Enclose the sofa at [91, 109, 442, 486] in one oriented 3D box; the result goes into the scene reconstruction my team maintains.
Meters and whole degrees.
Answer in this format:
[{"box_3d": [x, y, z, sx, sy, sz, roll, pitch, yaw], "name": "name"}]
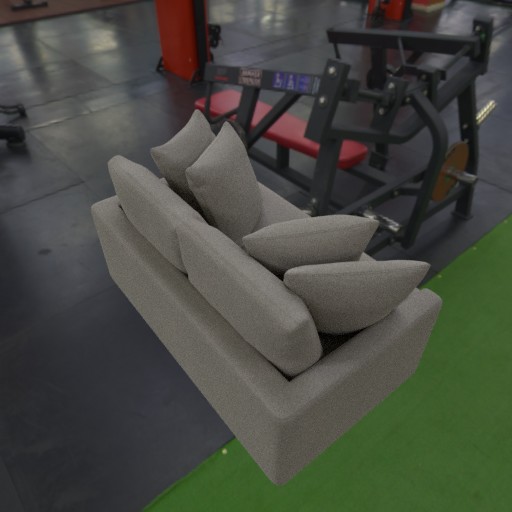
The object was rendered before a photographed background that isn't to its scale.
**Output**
[{"box_3d": [0.000, 0.000, 2.584, 1.228, 1.080, 1.869, -27, 48, -28], "name": "sofa"}]
